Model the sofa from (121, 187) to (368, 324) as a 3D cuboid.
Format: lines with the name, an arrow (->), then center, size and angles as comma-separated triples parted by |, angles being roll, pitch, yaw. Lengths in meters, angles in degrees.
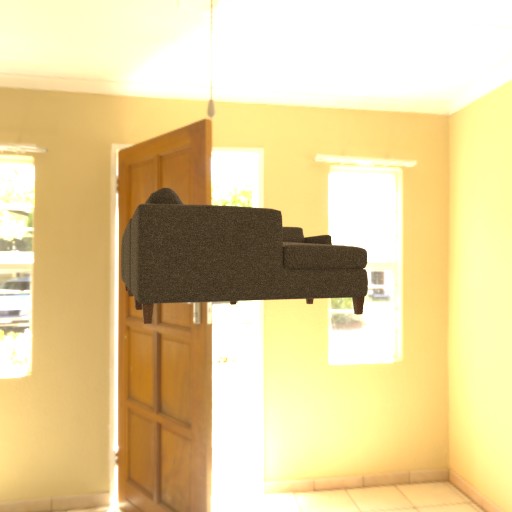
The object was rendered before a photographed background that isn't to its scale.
sofa -> 0.000, 0.000, 4.502 | 2.551, 0.853, 3.238 | 0, -1, -18
